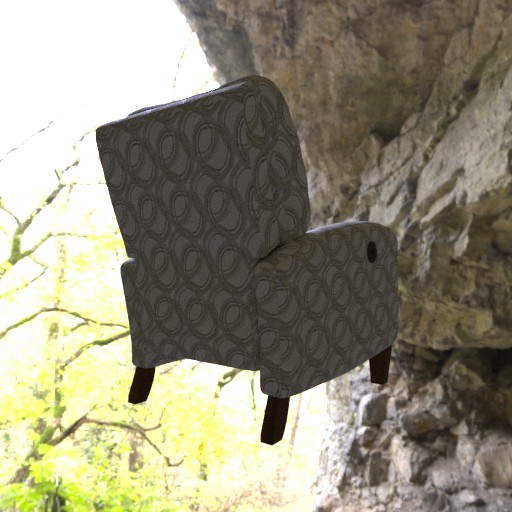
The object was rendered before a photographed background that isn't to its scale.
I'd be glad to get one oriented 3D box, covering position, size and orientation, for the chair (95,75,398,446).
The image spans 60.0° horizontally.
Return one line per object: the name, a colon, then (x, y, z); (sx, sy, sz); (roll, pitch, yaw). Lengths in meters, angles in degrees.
chair: (0.000, 0.000, 1.713); (0.796, 1.065, 0.995); (0, 0, 36)
